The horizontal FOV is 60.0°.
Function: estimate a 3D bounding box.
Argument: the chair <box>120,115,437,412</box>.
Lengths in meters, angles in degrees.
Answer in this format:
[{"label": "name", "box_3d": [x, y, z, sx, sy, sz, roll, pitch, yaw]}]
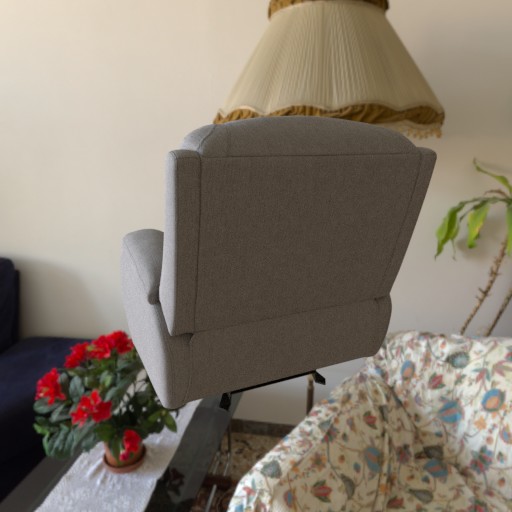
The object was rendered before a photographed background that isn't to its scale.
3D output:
[{"label": "chair", "box_3d": [0.000, 0.000, 1.716, 0.930, 1.011, 0.899, -7, 16, -25]}]
